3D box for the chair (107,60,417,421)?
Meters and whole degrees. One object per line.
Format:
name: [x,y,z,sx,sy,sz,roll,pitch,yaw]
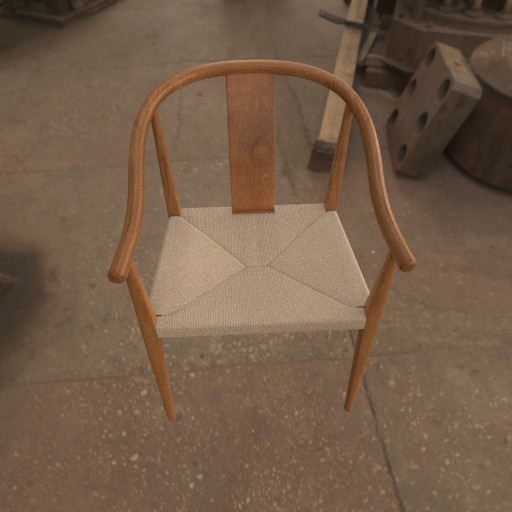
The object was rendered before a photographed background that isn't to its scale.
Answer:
chair: [0.000,0.000,1.175,0.556,0.800,0.579,-2,46,-2]
